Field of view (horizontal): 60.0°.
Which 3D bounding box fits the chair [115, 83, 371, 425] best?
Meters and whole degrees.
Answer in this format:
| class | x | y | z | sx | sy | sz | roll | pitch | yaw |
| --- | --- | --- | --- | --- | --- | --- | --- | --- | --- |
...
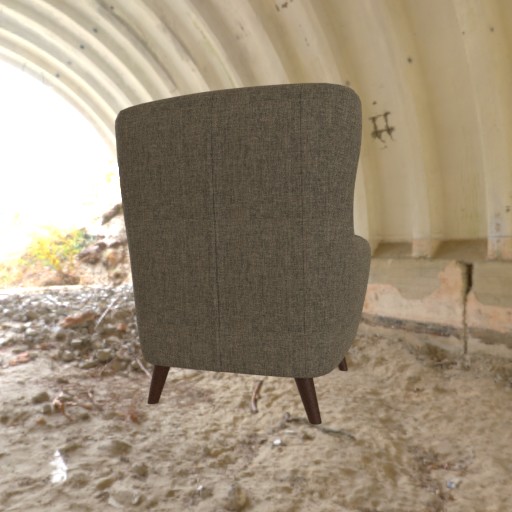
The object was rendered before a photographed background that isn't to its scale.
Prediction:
| class | x | y | z | sx | sy | sz | roll | pitch | yaw |
| --- | --- | --- | --- | --- | --- | --- | --- | --- | --- |
| chair | 0.000 | 0.000 | 1.786 | 0.878 | 1.063 | 0.904 | 0 | 0 | 19 |
